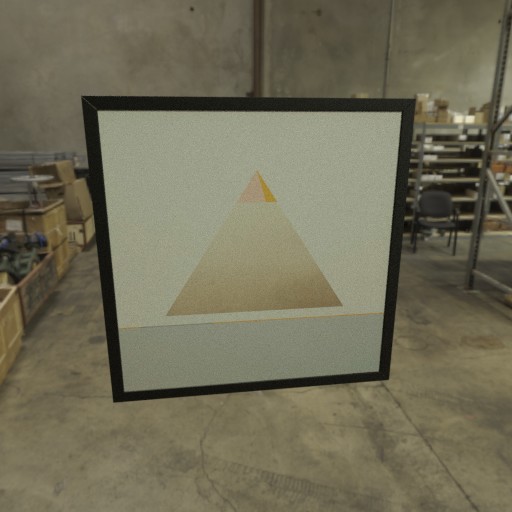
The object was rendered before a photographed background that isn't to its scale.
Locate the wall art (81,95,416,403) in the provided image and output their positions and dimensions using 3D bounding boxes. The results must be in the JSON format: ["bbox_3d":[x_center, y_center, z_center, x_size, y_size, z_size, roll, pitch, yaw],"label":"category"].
[{"bbox_3d":[0.000,0.000,1.137,0.769,0.766,0.042,-2,17,-8],"label":"wall art"}]
